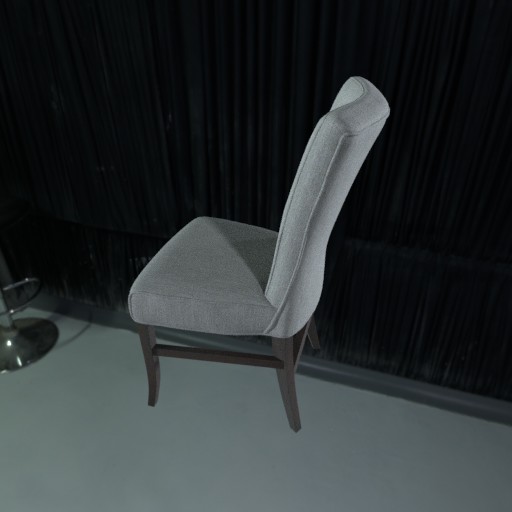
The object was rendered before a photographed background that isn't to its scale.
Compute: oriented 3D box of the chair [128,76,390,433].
[{"bbox_3d":[0.000,0.000,1.363,0.660,0.991,0.520,8,32,14],"label":"chair"}]
